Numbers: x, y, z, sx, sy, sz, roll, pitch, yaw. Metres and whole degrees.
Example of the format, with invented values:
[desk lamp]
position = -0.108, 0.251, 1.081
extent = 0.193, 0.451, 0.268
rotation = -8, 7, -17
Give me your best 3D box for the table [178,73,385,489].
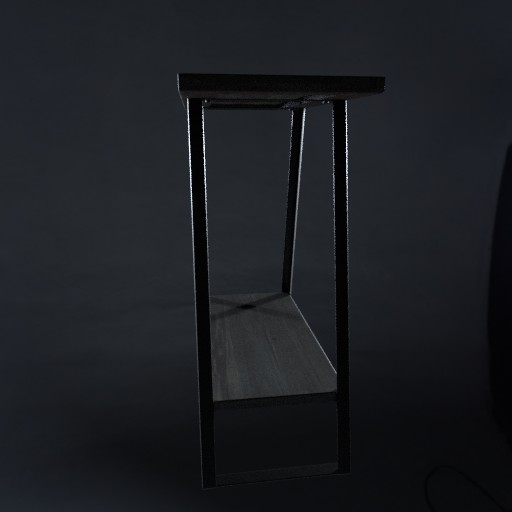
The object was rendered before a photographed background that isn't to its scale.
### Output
[table]
position = 0.000, 0.000, 1.007
extent = 0.300, 0.701, 0.599
rotation = -2, 16, -8
